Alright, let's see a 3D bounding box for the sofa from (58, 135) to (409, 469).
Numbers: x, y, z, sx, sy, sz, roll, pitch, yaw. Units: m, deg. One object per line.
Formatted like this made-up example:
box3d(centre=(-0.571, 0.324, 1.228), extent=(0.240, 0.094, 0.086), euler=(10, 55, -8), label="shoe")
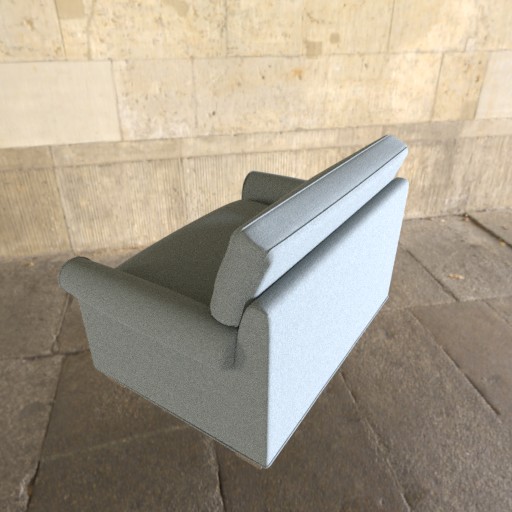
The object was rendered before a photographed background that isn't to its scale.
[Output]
box3d(centre=(0.000, 0.000, 2.026), extent=(0.940, 0.953, 1.410), euler=(18, 34, 29), label="sofa")
